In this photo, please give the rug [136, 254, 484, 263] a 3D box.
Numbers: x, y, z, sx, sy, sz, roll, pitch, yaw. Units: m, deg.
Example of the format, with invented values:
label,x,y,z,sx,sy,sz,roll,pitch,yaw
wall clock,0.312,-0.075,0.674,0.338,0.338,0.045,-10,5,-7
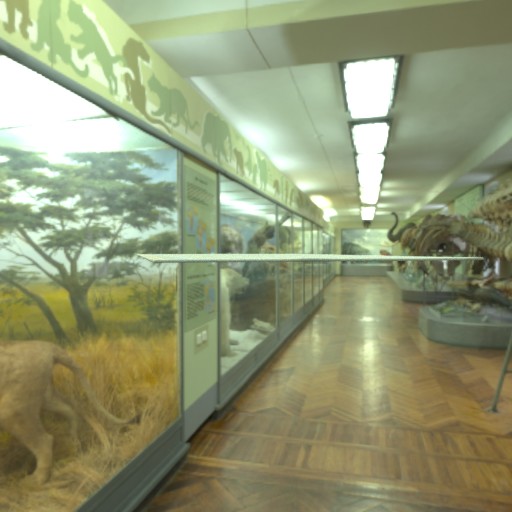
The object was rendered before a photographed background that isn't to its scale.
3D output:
label,x,y,z,sx,sy,sz,roll,pitch,yaw
rug,0.000,0.000,3.066,1.545,0.016,2.460,0,1,-17
